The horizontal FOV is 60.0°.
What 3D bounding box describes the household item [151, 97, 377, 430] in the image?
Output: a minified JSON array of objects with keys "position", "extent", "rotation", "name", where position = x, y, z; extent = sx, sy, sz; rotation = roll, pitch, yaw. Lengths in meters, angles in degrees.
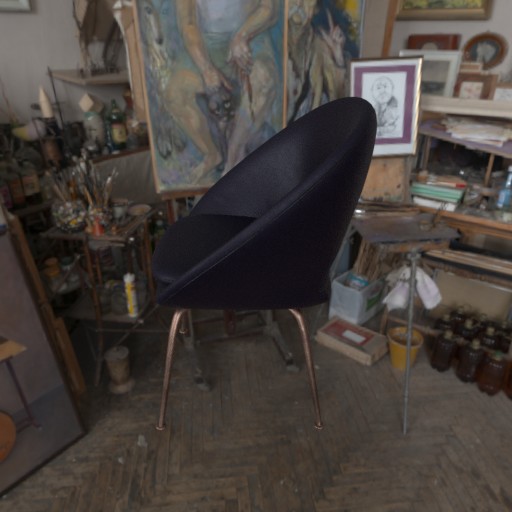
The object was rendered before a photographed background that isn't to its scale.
[{"position":[0.000,0.000,1.269],"extent":[0.573,0.852,0.623],"rotation":[0,27,0],"name":"household item"}]
